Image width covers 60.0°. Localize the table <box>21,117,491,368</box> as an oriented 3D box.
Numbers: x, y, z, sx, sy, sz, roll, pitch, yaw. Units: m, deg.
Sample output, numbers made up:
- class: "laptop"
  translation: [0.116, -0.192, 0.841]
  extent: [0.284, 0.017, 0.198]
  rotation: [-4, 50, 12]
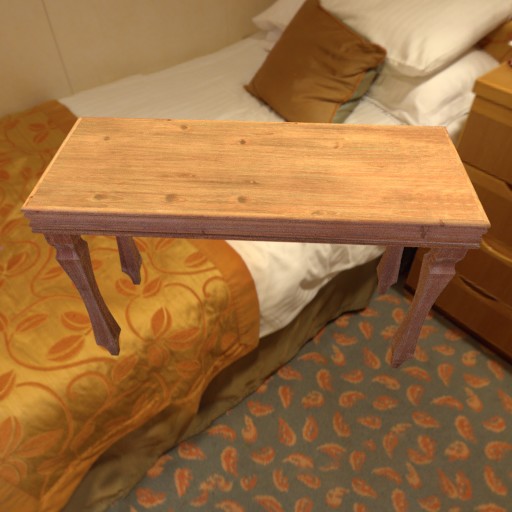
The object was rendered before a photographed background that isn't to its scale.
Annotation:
- class: "table"
  translation: [0.000, 0.000, 1.743]
  extent: [1.330, 0.873, 0.522]
  rotation: [2, 47, 2]
